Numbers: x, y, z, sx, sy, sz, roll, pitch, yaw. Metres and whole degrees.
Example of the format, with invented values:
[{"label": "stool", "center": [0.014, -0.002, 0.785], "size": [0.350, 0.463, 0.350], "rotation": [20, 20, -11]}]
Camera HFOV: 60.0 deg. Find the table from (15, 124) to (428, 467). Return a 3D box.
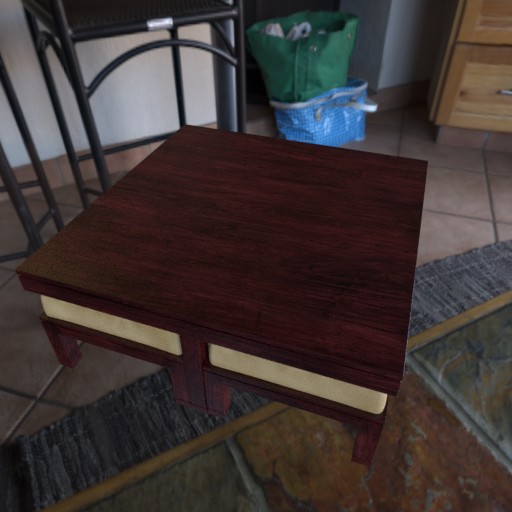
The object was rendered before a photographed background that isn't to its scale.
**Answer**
[{"label": "table", "center": [0.000, 0.000, 1.330], "size": [0.865, 0.356, 0.865], "rotation": [13, 41, 15]}]
